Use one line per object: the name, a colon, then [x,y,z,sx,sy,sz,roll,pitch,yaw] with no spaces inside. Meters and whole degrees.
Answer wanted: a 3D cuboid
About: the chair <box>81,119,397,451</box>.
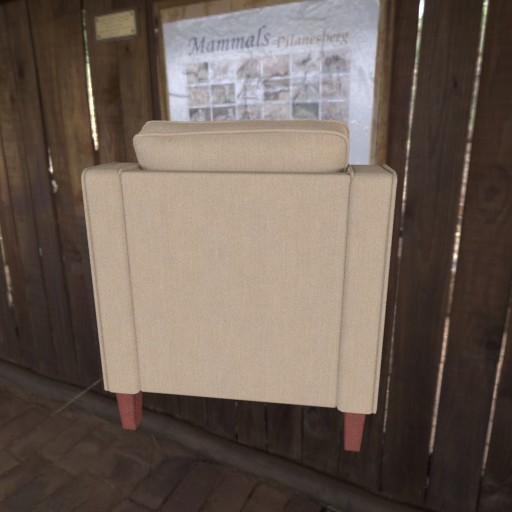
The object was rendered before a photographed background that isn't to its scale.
chair: [0.000,0.000,1.655,0.831,0.960,0.909,2,16,8]
